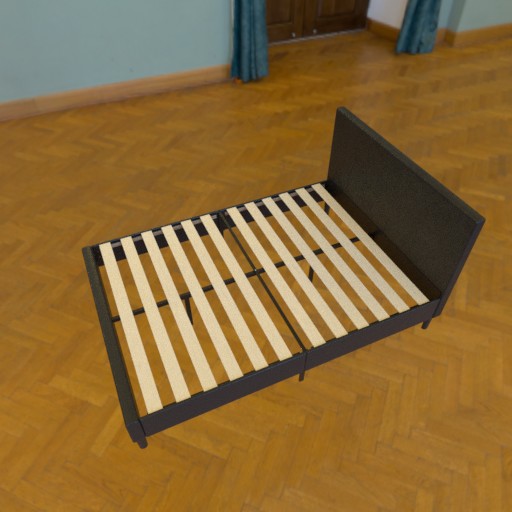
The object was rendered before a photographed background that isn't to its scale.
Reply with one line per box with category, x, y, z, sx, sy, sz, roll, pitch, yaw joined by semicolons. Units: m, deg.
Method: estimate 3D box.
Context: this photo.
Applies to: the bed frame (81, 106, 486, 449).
bed frame;0.000;0.000;2.986;2.152;1.046;1.469;-18;48;-17
